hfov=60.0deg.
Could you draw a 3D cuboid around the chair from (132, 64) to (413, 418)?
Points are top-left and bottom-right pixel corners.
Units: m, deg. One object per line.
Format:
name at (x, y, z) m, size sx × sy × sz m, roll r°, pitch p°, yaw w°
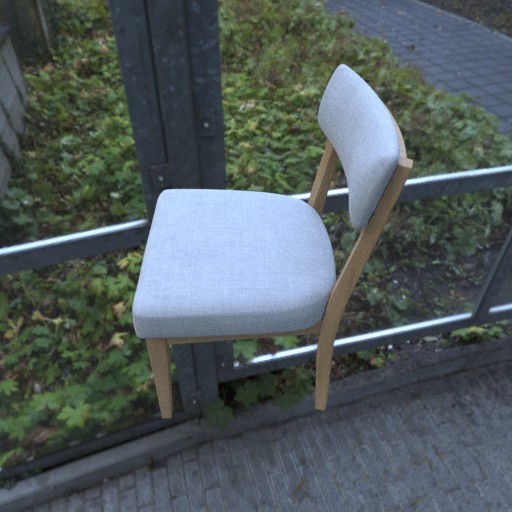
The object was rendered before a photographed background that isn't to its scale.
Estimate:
chair at (0.000, 0.000, 1.176) m, size 0.572 × 0.832 × 0.508 m, roll -1°, pitch 41°, yaw -1°
